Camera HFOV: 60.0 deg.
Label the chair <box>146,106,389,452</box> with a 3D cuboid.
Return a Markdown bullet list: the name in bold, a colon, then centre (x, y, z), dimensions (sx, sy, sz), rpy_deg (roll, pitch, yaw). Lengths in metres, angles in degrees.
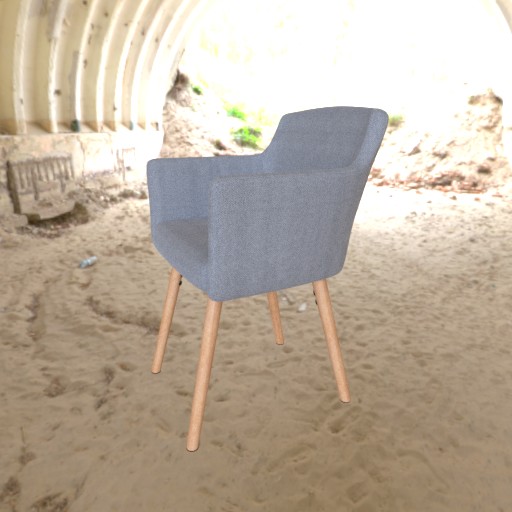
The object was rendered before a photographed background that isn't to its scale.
- **chair**: centre (0.000, 0.000, 1.204), dimensions (0.540, 0.780, 0.570), rpy_deg (-8, 18, -24)
